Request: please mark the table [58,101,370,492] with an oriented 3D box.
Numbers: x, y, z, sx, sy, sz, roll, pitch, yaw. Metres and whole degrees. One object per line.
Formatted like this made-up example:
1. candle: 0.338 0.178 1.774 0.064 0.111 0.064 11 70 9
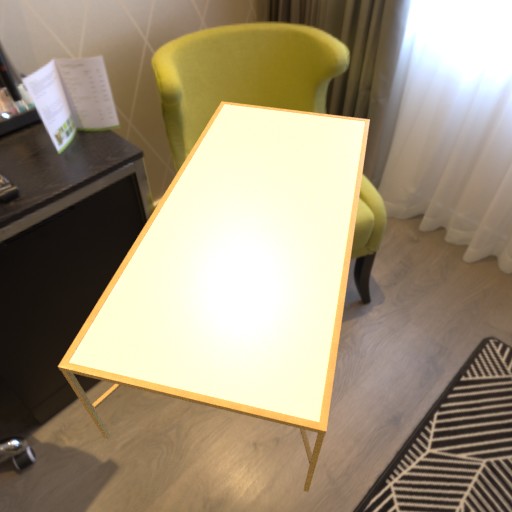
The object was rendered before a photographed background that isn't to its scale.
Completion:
1. table: 0.000 0.000 1.453 0.580 0.398 1.206 10 48 10
